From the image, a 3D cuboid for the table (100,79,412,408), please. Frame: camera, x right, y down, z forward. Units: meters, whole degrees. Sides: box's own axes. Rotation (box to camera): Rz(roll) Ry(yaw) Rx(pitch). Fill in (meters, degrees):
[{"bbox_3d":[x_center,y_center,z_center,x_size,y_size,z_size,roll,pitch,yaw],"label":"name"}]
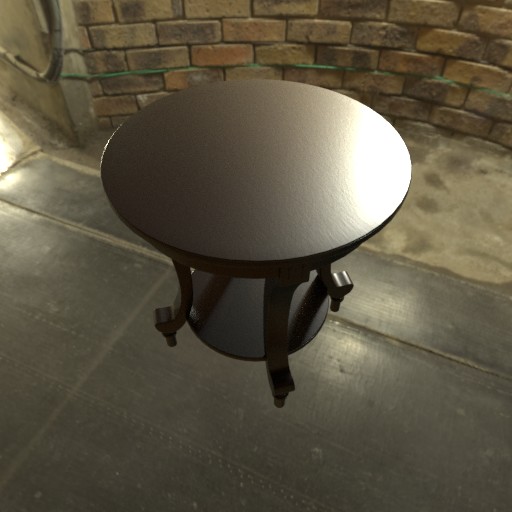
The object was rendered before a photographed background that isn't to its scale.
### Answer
[{"bbox_3d":[0.000,0.000,1.096,0.597,0.618,0.597,0,47,0],"label":"table"}]
